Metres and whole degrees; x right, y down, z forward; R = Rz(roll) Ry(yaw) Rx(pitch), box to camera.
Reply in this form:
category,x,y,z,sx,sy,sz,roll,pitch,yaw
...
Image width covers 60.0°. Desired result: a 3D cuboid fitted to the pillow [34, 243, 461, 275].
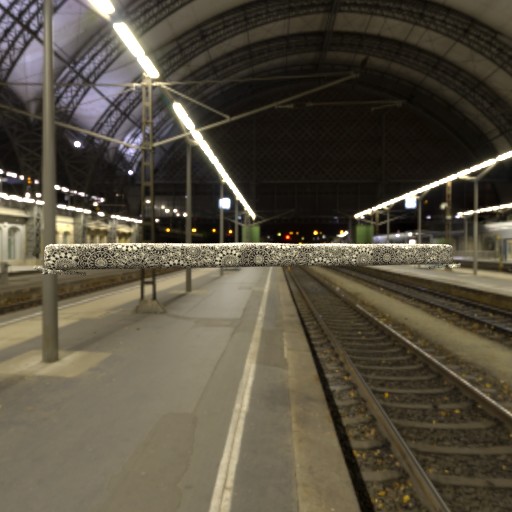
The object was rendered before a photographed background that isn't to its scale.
category,x,y,z,sx,sy,sz,roll,pitch,yaw
pillow,0.000,0.000,1.367,1.187,0.081,0.492,0,1,-19
